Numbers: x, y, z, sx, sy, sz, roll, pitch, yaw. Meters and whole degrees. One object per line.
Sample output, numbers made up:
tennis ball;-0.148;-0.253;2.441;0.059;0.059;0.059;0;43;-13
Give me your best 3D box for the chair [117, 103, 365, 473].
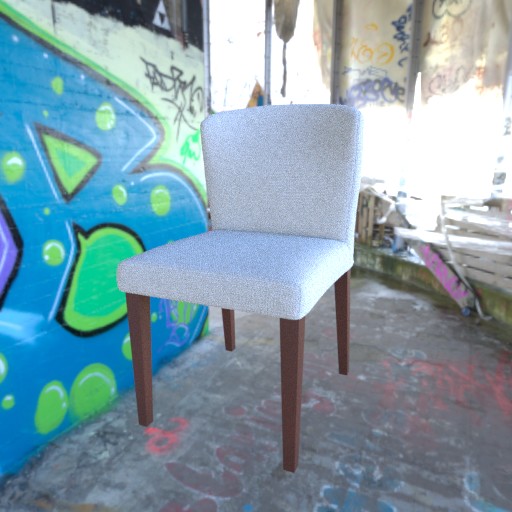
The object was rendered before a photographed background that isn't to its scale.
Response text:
chair;0.000;0.000;1.216;0.491;0.839;0.589;6;15;24
